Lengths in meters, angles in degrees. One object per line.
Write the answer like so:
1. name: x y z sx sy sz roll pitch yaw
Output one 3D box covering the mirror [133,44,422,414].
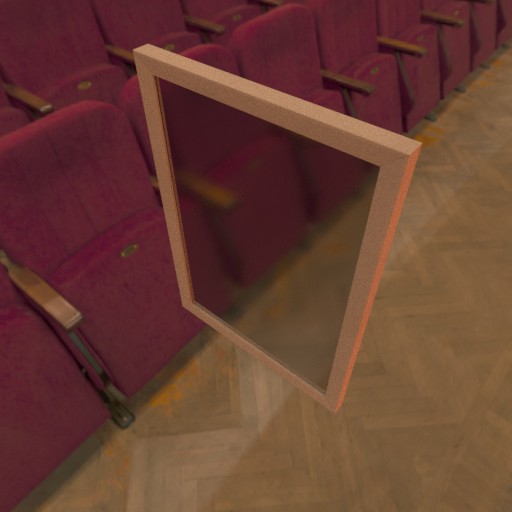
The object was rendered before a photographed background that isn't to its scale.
1. mirror: 0.000 0.000 0.908 0.507 0.710 0.040 30 53 26
